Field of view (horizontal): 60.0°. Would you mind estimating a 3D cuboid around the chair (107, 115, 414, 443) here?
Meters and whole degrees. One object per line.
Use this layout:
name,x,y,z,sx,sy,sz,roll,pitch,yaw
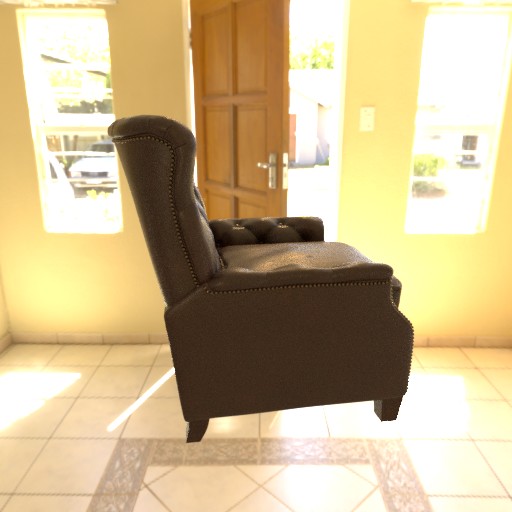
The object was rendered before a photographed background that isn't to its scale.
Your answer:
chair,0.000,0.000,1.442,0.823,0.864,0.709,-2,17,-8
